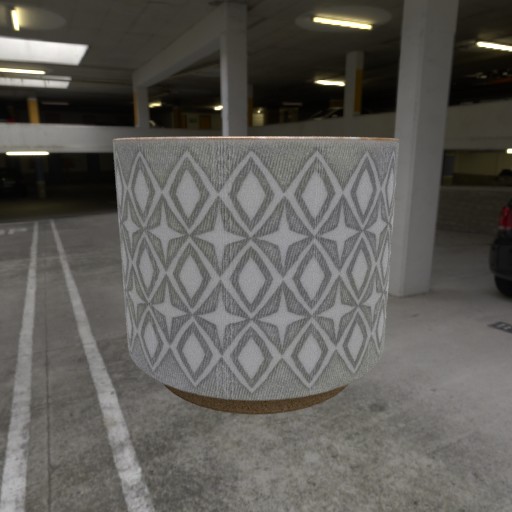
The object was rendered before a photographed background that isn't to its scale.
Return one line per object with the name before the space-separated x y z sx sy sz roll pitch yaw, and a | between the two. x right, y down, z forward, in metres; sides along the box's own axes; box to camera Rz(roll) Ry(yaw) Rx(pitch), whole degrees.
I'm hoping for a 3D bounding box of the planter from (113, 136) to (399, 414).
planter | 0.000 0.000 0.439 0.255 0.223 0.255 0 14 0
